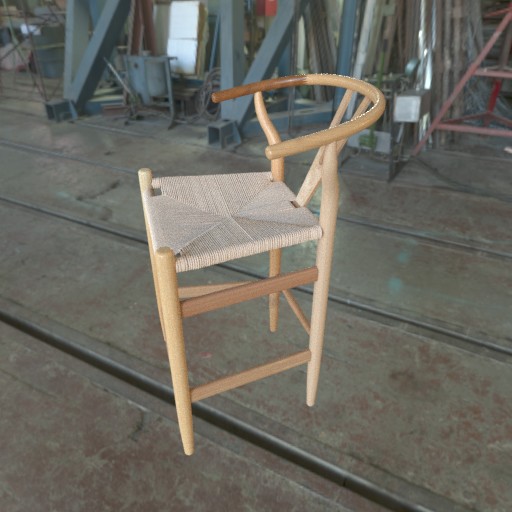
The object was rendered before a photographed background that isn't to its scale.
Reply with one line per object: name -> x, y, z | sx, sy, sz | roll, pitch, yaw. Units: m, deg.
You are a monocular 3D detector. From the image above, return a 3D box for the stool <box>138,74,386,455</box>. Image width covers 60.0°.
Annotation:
stool -> 0.000, 0.000, 1.272 | 0.575, 0.923, 0.536 | -9, 33, -14
